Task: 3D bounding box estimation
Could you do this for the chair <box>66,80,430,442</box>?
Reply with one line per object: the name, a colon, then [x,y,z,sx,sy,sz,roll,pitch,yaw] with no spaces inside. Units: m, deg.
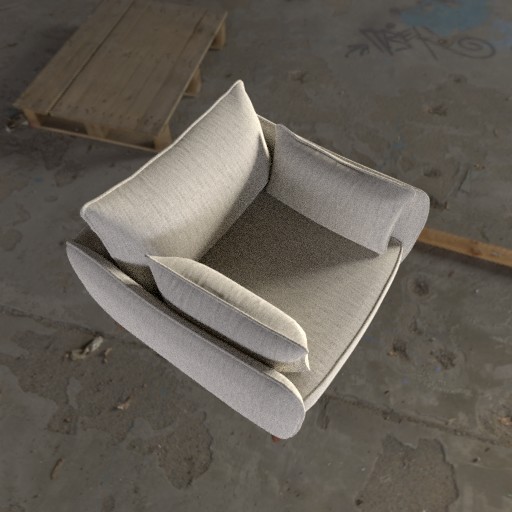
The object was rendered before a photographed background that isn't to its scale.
chair: [0.000,0.000,1.741,0.991,0.855,0.994,31,63,18]
